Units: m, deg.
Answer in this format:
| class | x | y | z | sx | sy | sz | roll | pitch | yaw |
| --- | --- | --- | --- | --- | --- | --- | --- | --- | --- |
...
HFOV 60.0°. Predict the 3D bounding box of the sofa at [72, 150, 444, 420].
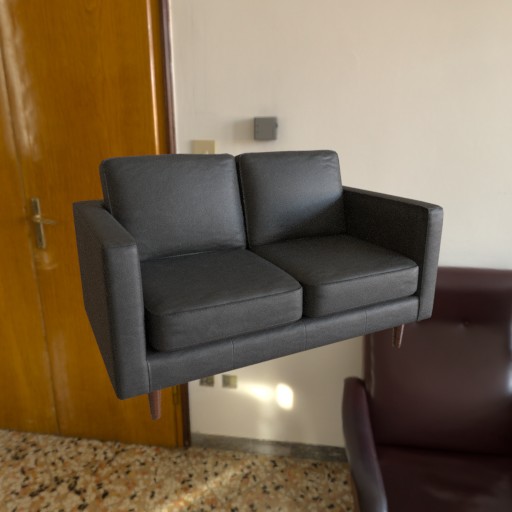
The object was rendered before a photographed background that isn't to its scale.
| class | x | y | z | sx | sy | sz | roll | pitch | yaw |
| --- | --- | --- | --- | --- | --- | --- | --- | --- | --- |
| sofa | 0.000 | 0.000 | 2.015 | 1.430 | 0.899 | 0.879 | -8 | 19 | -26 |
